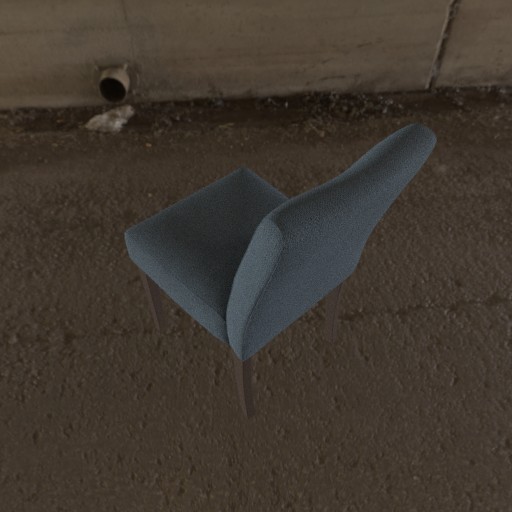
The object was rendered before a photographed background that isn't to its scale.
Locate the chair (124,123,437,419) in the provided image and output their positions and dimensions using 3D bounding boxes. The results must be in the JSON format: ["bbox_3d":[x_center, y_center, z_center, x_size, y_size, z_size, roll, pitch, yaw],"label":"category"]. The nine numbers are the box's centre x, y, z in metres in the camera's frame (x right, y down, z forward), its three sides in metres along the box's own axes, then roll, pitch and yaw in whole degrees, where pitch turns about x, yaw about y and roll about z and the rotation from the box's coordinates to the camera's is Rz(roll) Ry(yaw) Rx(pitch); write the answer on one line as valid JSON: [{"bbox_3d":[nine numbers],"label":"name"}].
[{"bbox_3d":[0.000,0.000,1.236,0.487,0.882,0.629,-34,56,-28],"label":"chair"}]
